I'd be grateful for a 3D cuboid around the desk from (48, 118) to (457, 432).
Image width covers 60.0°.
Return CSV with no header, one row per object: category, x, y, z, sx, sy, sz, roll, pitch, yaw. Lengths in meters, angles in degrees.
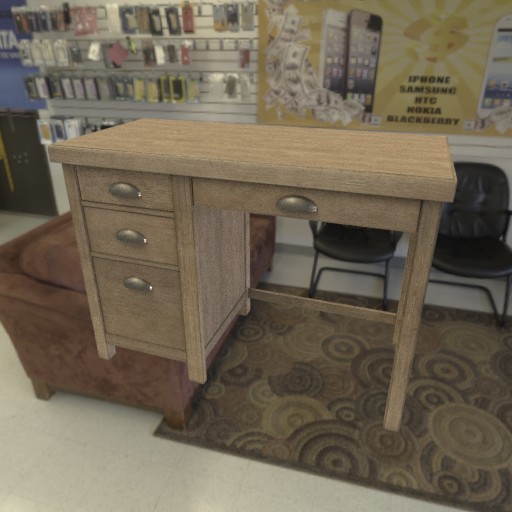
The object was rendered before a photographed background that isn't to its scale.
desk,0.000,0.000,1.768,1.289,0.912,0.610,9,27,17
